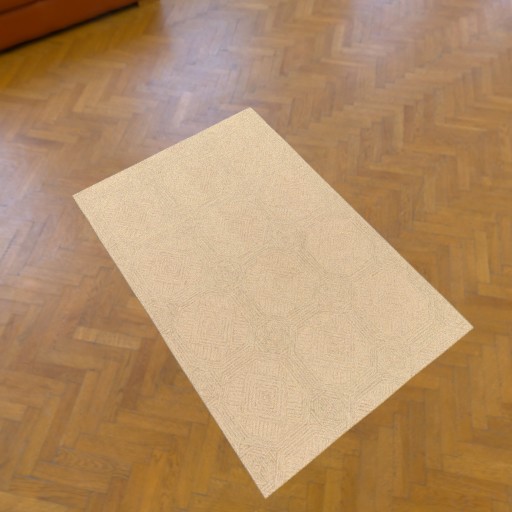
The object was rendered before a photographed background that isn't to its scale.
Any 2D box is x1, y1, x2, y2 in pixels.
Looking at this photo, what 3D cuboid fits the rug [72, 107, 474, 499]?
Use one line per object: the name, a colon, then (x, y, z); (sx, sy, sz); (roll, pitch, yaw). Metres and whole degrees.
rug: (0.000, 0.000, 2.295); (1.236, 0.009, 1.839); (-32, 65, -17)
